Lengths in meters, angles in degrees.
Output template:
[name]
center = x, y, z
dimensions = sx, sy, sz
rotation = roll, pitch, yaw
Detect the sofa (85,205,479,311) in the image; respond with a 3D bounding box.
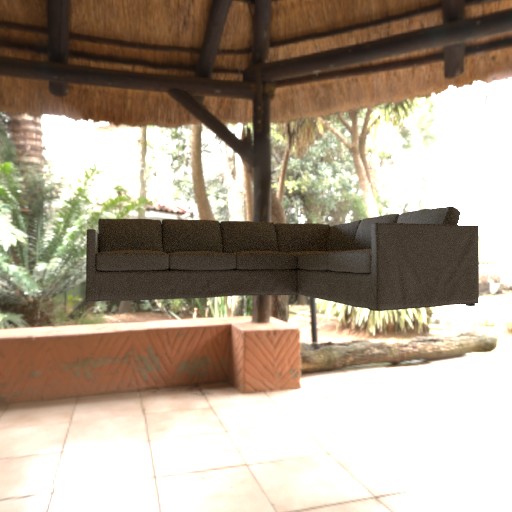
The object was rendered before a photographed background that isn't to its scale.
[sofa]
center = 0.000, 0.000, 4.380
dimensions = 3.182, 0.871, 2.432
rotation = 0, 0, -18
